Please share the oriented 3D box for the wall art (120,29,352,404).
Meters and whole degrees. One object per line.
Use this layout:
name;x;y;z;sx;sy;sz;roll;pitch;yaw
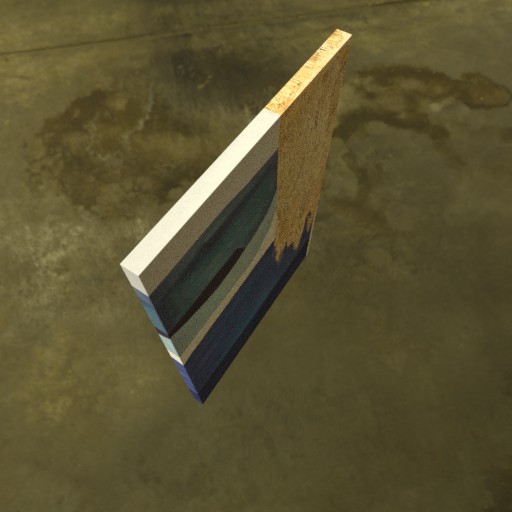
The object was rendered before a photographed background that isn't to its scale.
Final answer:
wall art;0.000;0.000;0.801;0.026;0.613;0.458;30;64;16
